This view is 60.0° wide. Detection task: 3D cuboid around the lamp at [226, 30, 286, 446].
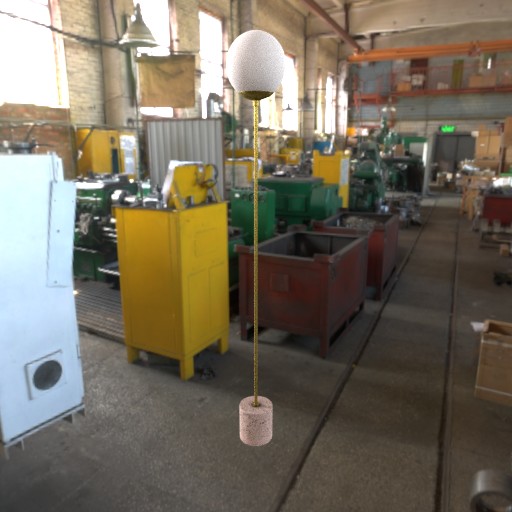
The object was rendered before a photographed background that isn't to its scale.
[{"bbox_3d":[0.000,0.000,1.881,0.229,1.748,0.229,-2,14,-9],"label":"lamp"}]
